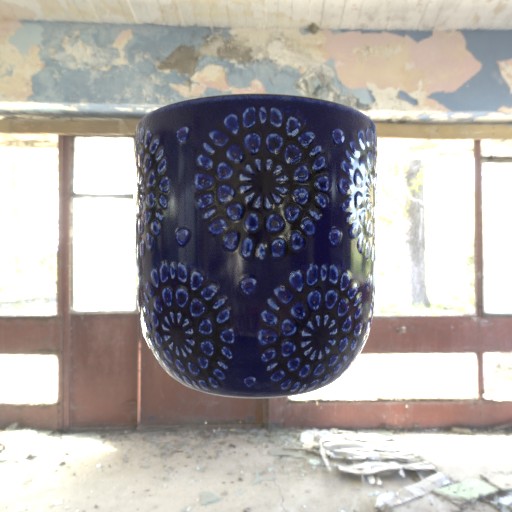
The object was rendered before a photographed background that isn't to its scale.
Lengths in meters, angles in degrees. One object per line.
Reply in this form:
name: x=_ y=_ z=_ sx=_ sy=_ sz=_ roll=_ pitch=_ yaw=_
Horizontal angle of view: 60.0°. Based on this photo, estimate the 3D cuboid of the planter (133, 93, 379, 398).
planter: x=0.000 y=0.000 z=0.205 sx=0.109 sy=0.112 sz=0.109 roll=0 pitch=0 yaw=0
